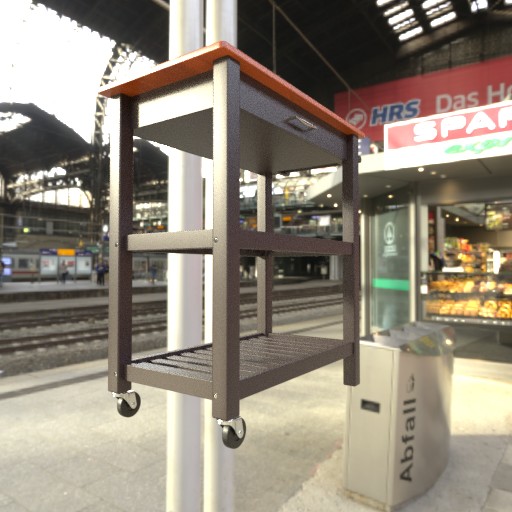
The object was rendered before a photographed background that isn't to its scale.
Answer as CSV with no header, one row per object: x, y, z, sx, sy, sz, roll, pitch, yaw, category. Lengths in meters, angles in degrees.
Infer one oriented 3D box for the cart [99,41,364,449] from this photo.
0.000,0.000,1.462,0.457,0.927,0.899,-1,-2,35,cart
